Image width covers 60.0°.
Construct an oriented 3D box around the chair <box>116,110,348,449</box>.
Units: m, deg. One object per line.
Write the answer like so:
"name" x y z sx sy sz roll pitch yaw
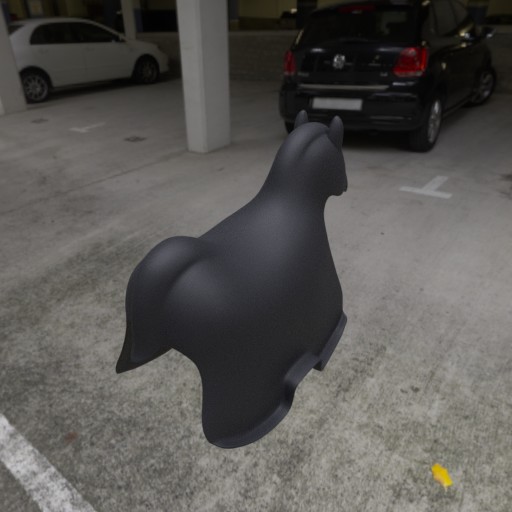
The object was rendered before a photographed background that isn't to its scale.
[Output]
"chair" 0.000 0.000 1.128 0.429 0.612 0.800 22 38 32
